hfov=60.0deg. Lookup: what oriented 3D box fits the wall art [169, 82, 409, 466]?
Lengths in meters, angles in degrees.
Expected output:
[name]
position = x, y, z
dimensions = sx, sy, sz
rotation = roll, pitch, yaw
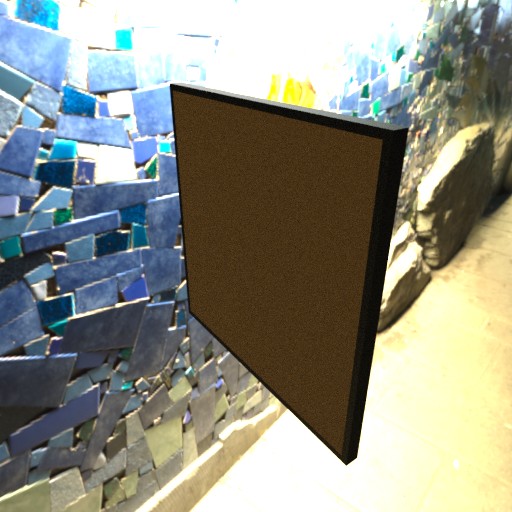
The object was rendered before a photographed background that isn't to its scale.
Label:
[wall art]
position = 0.000, 0.000, 1.132
dimensions = 0.038, 0.763, 0.763
rotation = -18, 33, -31
